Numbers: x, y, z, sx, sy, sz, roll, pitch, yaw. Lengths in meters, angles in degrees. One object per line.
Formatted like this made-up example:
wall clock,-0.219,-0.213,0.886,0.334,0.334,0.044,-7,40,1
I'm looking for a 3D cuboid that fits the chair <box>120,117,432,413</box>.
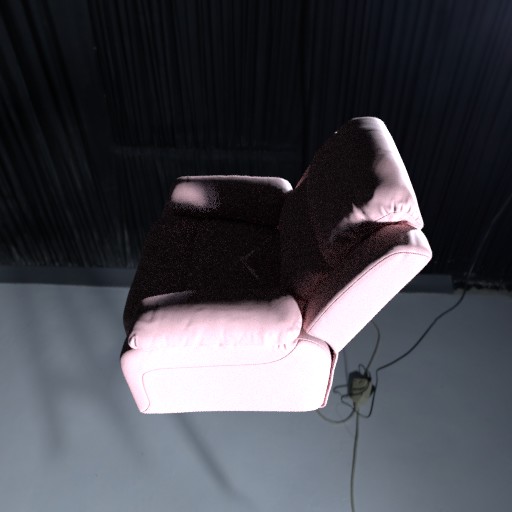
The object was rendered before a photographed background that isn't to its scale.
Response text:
chair,0.000,0.000,1.252,0.709,0.702,0.680,1,42,1
